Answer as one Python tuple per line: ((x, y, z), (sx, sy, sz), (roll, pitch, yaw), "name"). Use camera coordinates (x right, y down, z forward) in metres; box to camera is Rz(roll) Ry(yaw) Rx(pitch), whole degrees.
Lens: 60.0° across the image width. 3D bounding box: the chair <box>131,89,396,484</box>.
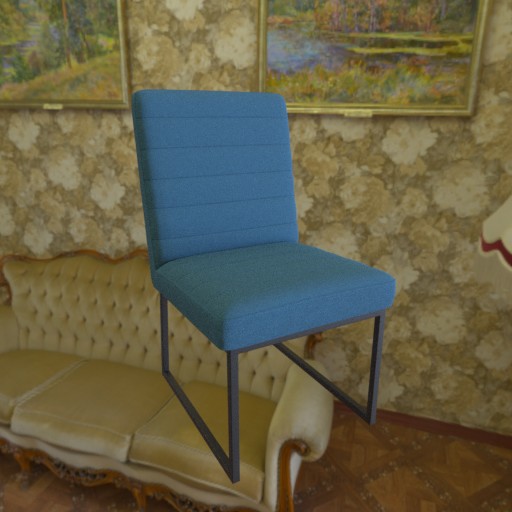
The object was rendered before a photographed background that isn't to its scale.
((0.000, 0.000, 1.295), (0.520, 0.930, 0.634), (-9, 20, -28), "chair")
